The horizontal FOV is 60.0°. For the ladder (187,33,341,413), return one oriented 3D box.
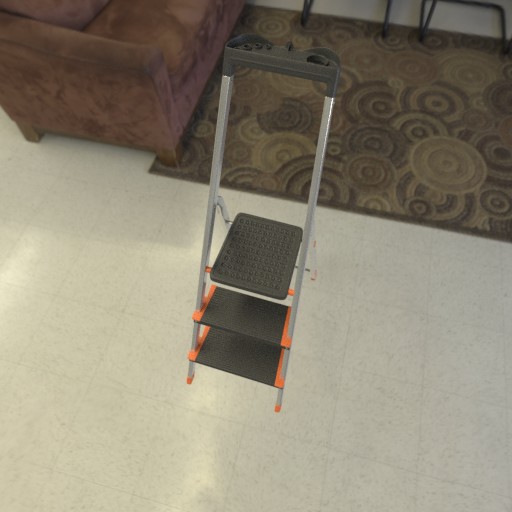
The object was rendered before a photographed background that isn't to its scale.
[{"bbox_3d":[0.000,0.000,1.505,0.416,1.229,0.686,15,60,9],"label":"ladder"}]
